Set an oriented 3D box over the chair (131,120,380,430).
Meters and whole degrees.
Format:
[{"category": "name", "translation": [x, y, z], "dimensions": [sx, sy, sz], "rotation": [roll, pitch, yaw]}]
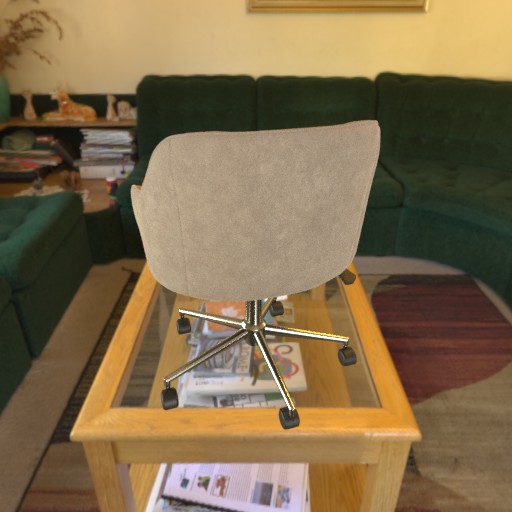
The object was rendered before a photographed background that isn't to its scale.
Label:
[{"category": "chair", "translation": [0.000, 0.000, 1.269], "dimensions": [0.635, 0.831, 0.573], "rotation": [-9, 30, -15]}]
